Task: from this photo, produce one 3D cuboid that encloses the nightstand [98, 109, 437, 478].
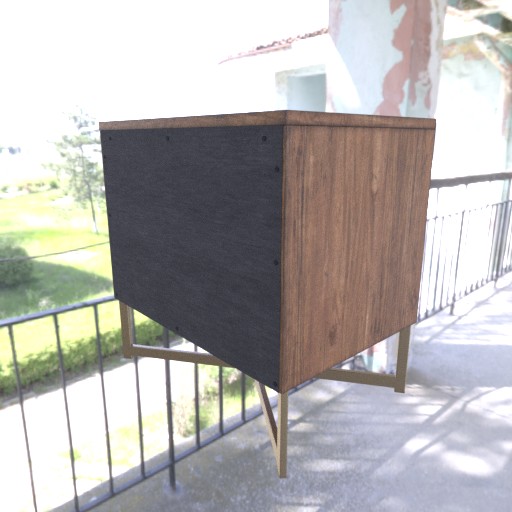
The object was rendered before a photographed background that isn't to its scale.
[{"bbox_3d":[0.000,0.000,1.041,0.446,0.610,0.610,-13,20,-41],"label":"nightstand"}]
